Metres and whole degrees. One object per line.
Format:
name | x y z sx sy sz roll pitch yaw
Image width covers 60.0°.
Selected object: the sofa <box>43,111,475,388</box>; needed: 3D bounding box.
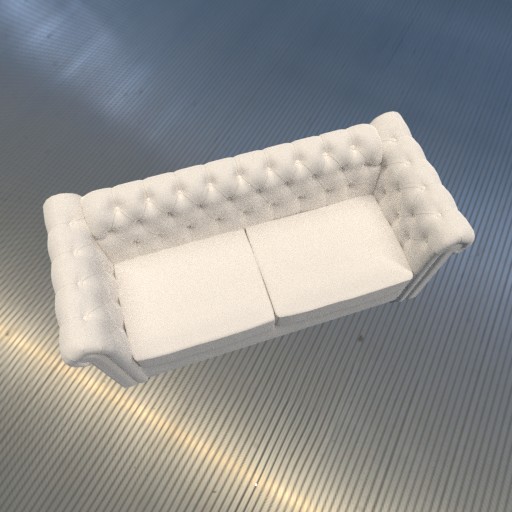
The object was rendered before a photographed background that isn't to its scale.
sofa | 0.000 0.000 2.260 1.798 0.796 0.771 -16 64 -8
